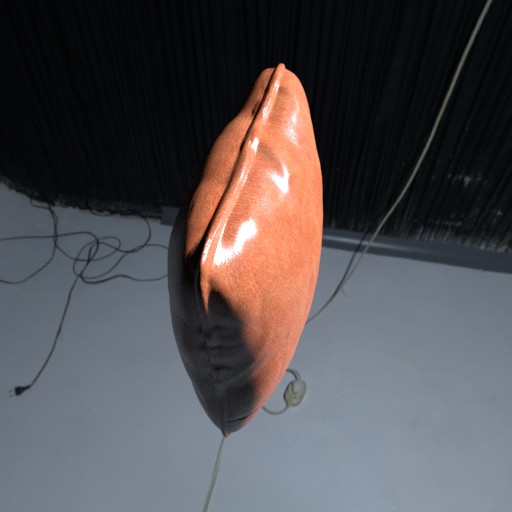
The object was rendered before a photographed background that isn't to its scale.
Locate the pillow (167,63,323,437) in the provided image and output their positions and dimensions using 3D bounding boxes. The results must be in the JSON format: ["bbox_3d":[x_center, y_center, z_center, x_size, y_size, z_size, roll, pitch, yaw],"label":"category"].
[{"bbox_3d":[0.000,0.000,0.827,0.236,0.523,0.532,9,49,8],"label":"pillow"}]
